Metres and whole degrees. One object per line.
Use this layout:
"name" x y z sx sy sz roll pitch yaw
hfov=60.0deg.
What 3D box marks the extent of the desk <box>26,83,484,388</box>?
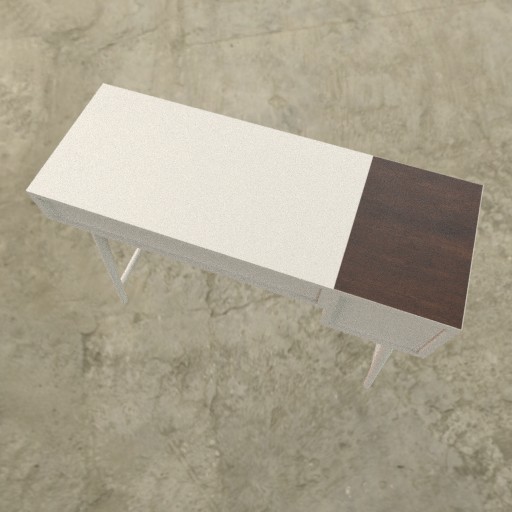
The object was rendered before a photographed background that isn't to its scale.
"desk" 0.000 0.000 1.444 1.069 0.761 0.409 18 64 9
